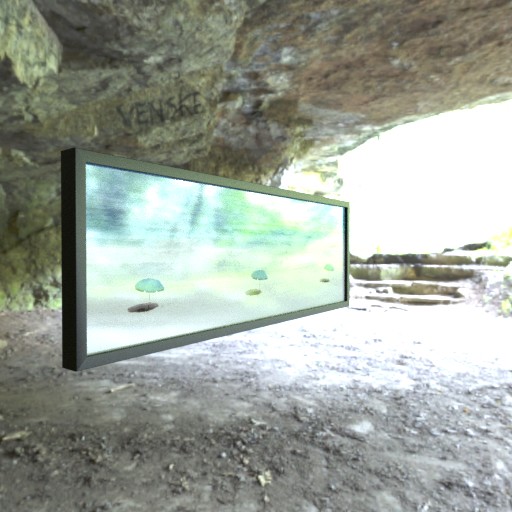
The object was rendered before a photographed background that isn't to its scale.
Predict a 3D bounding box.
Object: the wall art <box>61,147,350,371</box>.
[{"bbox_3d":[0.000,0.000,0.954,0.037,0.303,0.860,1,1,37],"label":"wall art"}]
